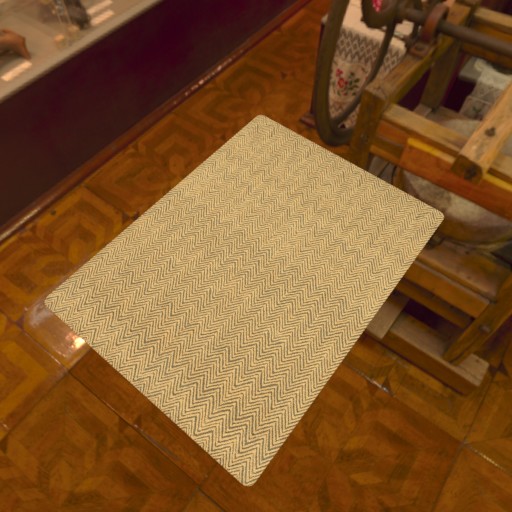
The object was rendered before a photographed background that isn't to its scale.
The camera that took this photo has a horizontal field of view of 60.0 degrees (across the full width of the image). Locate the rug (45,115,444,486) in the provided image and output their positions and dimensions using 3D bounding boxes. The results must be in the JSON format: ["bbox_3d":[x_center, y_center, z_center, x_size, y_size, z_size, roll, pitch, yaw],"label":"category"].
[{"bbox_3d":[0.000,0.000,4.293,2.439,0.014,3.207,34,64,19],"label":"rug"}]
